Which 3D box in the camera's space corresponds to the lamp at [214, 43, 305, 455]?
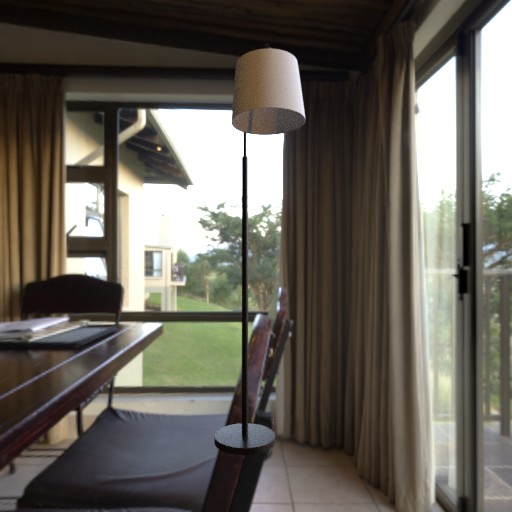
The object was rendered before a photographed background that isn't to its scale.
[{"bbox_3d":[0.000,0.000,1.645,0.254,1.478,0.508,0,0,-20],"label":"lamp"}]
